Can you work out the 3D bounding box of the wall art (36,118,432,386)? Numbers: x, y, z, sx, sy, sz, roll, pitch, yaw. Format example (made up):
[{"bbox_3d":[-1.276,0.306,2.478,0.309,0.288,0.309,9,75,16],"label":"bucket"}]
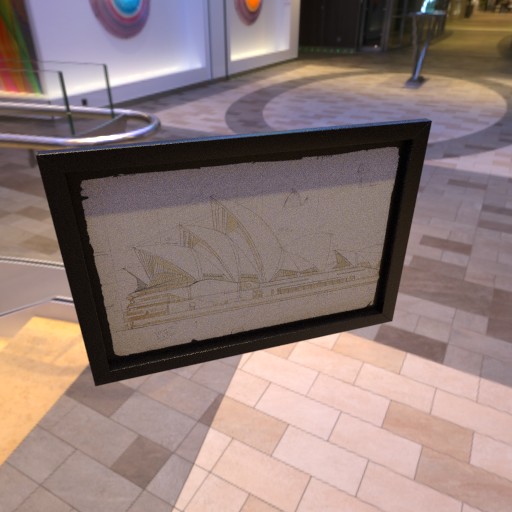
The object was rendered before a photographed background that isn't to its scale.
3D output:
[{"bbox_3d":[0.000,0.000,0.558,0.440,0.306,0.013,-9,32,-15],"label":"wall art"}]
